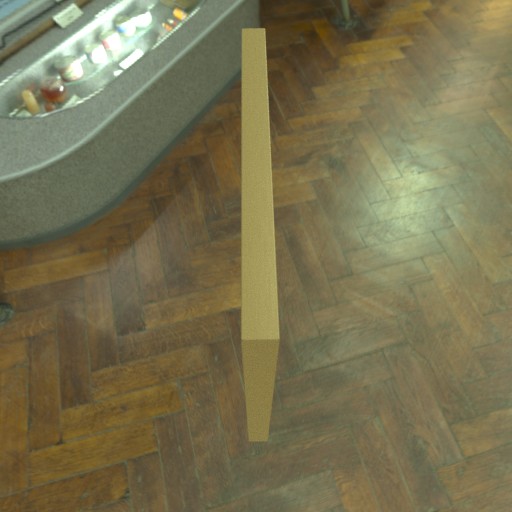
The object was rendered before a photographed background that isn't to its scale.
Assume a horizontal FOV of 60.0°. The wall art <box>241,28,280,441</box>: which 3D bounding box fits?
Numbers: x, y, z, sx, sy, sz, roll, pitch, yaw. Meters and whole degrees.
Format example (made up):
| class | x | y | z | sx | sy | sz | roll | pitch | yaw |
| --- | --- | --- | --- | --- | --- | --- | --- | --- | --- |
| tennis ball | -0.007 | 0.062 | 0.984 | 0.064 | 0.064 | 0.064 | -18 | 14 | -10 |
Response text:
| class | x | y | z | sx | sy | sz | roll | pitch | yaw |
| --- | --- | --- | --- | --- | --- | --- | --- | --- | --- |
| wall art | 0.000 | 0.000 | 0.761 | 0.036 | 0.509 | 0.509 | -1 | 58 | 0 |
